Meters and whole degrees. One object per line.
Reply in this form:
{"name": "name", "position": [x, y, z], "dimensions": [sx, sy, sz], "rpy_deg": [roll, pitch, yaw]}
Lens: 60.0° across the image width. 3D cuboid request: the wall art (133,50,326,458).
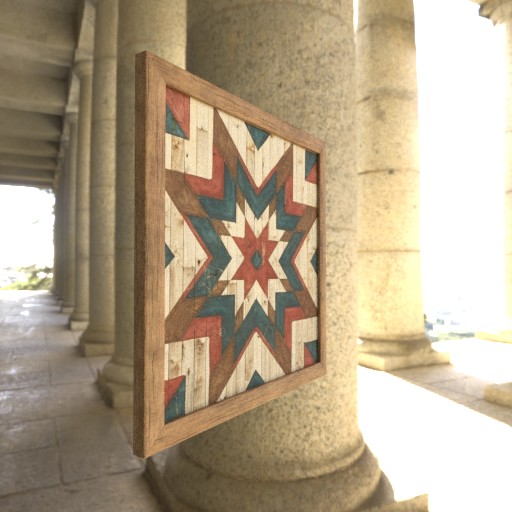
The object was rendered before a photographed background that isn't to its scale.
{"name": "wall art", "position": [0.000, 0.000, 1.041], "dimensions": [0.029, 0.691, 0.695], "rpy_deg": [-1, -1, 35]}
